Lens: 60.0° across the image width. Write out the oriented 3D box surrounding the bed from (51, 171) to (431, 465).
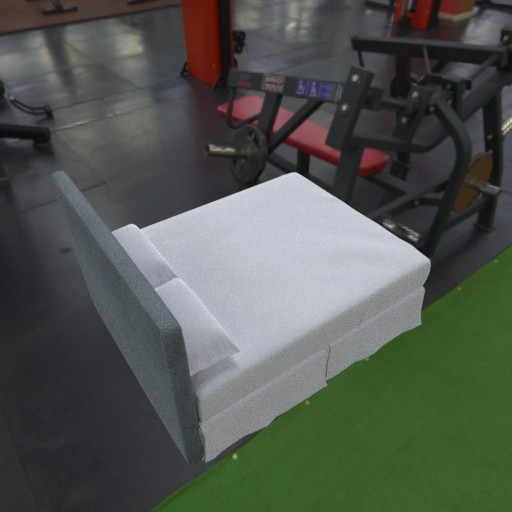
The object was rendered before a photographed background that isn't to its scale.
[{"bbox_3d":[0.000,0.000,3.238,2.142,1.330,1.713,-25,46,-26],"label":"bed"}]
